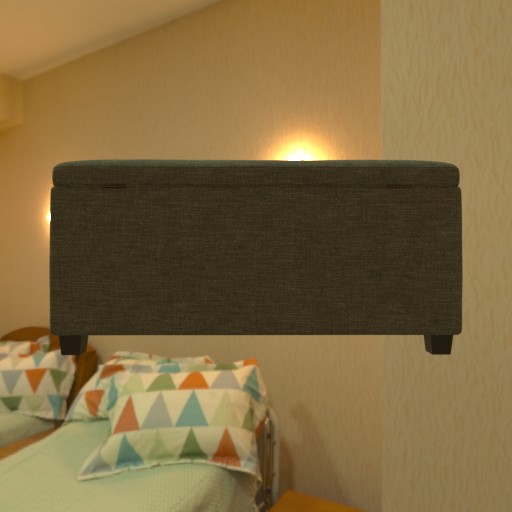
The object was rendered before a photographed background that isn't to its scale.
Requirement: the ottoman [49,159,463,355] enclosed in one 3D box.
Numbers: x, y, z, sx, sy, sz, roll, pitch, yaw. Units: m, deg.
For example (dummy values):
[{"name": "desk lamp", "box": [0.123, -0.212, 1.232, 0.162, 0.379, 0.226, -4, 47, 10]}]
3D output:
[{"name": "ottoman", "box": [0.000, 0.000, 1.137, 0.902, 0.432, 0.419, 0, -1, 0]}]
